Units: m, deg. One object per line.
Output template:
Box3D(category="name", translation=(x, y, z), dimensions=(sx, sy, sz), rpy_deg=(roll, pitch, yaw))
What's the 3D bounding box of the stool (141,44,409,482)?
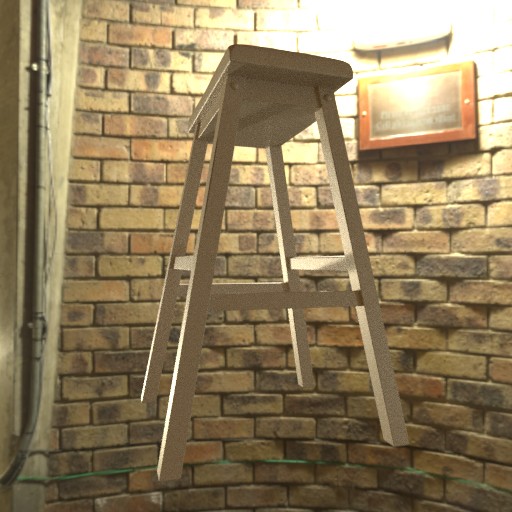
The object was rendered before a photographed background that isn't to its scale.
Box3D(category="stool", translation=(0.000, 0.000, 1.008), dimensions=(0.476, 0.737, 0.457), rpy_deg=(0, -1, -18))
